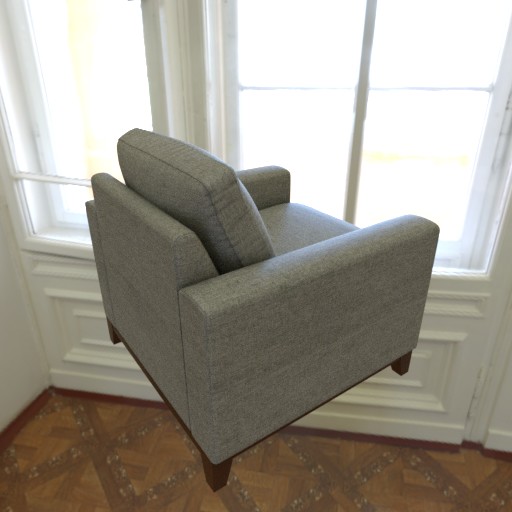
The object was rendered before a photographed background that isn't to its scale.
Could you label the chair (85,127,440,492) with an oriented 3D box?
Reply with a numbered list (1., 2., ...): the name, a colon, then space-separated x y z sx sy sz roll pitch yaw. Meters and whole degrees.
1. chair: 0.000 0.000 1.829 1.038 1.010 1.024 -18 32 -31
